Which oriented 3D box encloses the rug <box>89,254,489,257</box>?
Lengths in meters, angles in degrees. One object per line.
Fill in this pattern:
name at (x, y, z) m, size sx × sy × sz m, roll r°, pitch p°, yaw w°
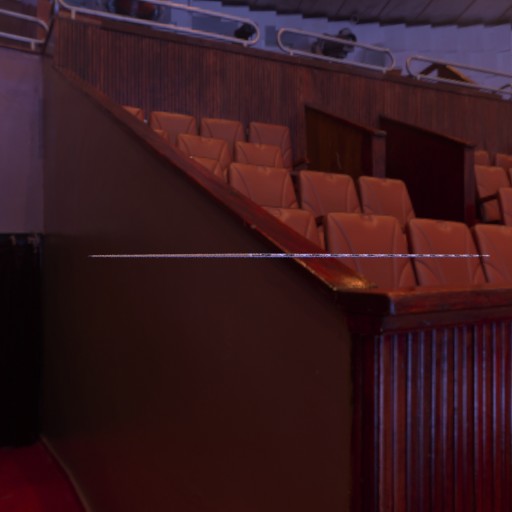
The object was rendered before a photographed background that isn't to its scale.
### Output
rug at (0.000, 0.000, 2.312) m, size 1.247 × 0.008 × 1.802 m, roll 0°, pitch 0°, yaw -35°
